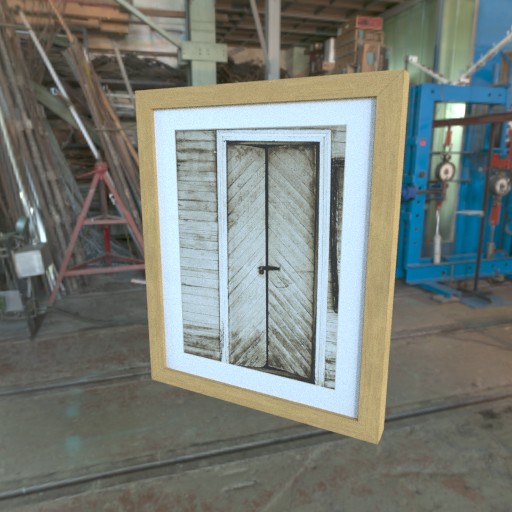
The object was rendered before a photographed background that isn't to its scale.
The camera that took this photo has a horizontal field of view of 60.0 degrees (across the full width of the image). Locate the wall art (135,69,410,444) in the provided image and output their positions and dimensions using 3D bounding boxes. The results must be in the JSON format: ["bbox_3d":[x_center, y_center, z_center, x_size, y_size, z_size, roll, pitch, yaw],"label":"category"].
[{"bbox_3d":[0.000,0.000,0.519,0.312,0.380,0.030,7,15,26],"label":"wall art"}]
